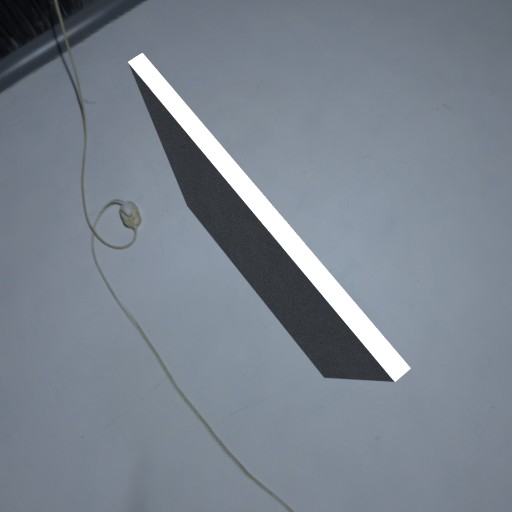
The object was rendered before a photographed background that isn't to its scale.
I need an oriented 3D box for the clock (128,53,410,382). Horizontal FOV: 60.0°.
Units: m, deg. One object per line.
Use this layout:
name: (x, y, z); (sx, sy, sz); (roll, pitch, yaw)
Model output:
clock: (0.000, 0.000, 1.069); (0.032, 0.705, 0.705); (-37, 78, -9)
